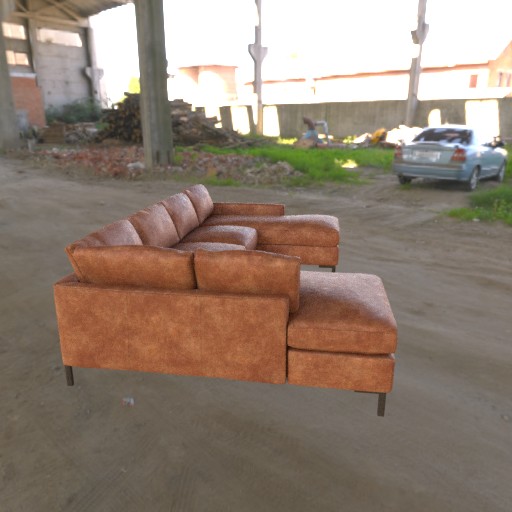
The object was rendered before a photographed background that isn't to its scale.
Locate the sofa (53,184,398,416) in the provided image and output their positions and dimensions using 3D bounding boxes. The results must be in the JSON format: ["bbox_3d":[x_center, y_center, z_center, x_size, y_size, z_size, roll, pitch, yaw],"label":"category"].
[{"bbox_3d":[0.000,0.000,3.807,1.939,0.900,2.956,2,17,8],"label":"sofa"}]
